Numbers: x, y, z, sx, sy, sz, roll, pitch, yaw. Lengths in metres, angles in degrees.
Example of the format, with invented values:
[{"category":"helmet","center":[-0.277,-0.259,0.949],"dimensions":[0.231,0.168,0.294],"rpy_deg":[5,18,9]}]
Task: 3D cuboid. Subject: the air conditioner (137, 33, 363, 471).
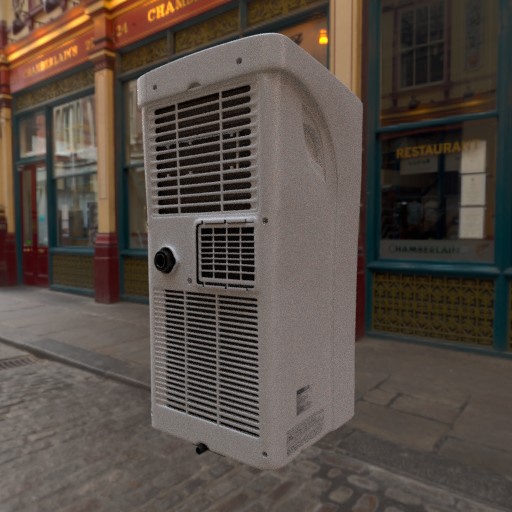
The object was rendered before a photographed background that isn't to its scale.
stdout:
[{"category":"air conditioner","center":[0.000,0.000,0.917],"dimensions":[0.352,0.716,0.369],"rpy_deg":[2,3,37]}]
